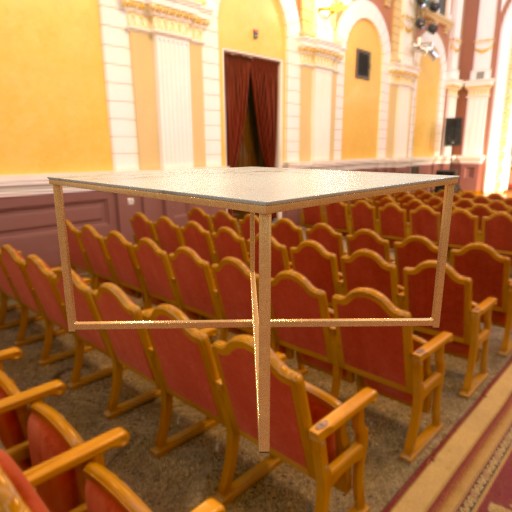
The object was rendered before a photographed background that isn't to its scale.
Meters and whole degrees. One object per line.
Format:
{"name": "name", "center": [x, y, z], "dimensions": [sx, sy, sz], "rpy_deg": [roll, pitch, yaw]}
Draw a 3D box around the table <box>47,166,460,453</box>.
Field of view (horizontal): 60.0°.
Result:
{"name": "table", "center": [0.000, 0.000, 1.267], "dimensions": [0.800, 0.450, 0.800], "rpy_deg": [13, 19, 42]}
